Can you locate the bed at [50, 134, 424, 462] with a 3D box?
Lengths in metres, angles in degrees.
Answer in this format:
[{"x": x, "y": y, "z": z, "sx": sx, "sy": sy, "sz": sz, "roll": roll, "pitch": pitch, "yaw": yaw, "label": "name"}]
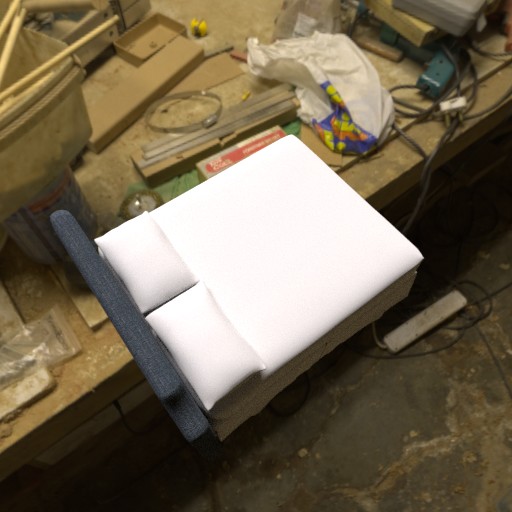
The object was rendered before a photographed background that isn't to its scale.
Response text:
[{"x": 0.000, "y": 0.000, "z": 3.367, "sx": 2.208, "sy": 1.297, "sz": 1.828, "roll": -33, "pitch": 65, "yaw": -17, "label": "bed"}]
